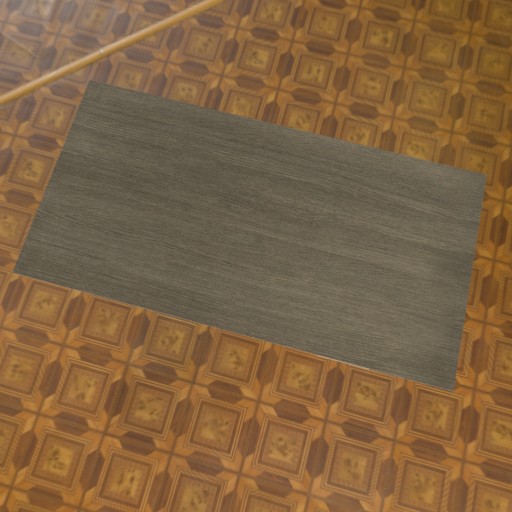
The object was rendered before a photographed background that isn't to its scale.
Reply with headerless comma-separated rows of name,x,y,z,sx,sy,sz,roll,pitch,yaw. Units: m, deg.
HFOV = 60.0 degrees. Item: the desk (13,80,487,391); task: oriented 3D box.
desk,0.000,0.000,1.481,1.097,0.735,0.560,14,77,3
